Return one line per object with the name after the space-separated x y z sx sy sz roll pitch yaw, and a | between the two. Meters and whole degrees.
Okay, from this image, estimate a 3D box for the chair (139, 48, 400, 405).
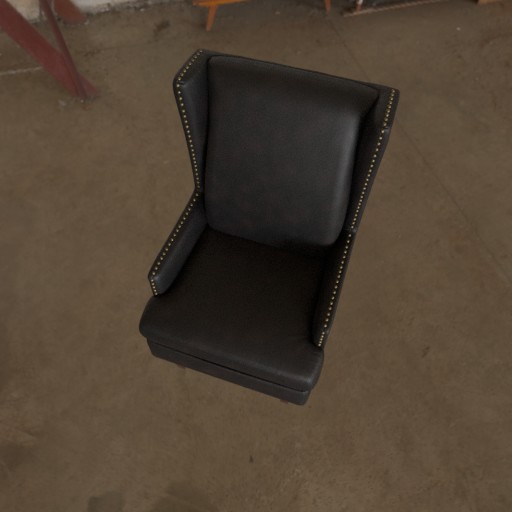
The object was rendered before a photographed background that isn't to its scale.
0.000 0.000 1.692 0.703 1.142 0.799 16 60 10 | chair
